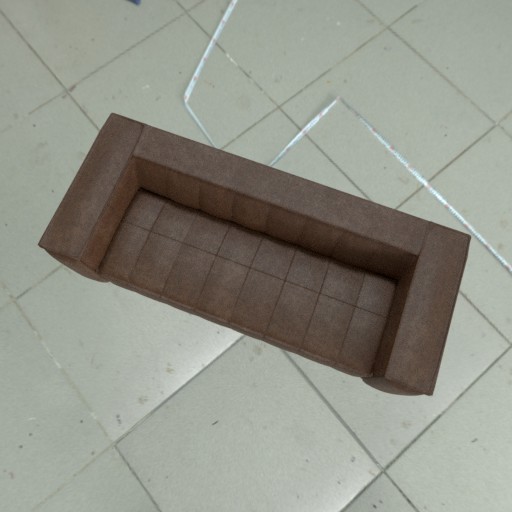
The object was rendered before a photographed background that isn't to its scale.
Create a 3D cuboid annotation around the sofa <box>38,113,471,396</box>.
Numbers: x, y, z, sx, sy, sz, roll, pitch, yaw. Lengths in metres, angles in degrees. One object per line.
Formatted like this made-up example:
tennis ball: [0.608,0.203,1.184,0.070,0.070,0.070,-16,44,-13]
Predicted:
sofa: [0.000,0.000,3.104,2.581,0.701,1.102,20,75,6]
